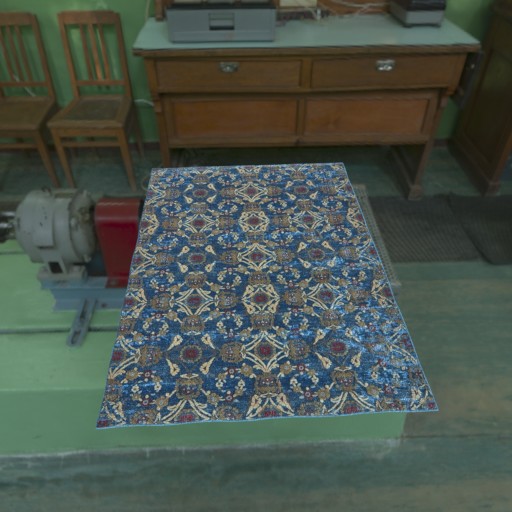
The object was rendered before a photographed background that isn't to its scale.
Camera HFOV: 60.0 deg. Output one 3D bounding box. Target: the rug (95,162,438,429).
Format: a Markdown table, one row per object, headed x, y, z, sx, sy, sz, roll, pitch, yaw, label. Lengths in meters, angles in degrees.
| x | y | z | sx | sy | sz | roll | pitch | yaw | label |
| --- | --- | --- | --- | --- | --- | --- | --- | --- | --- |
| 0.000 | 0.000 | 4.217 | 2.337 | 0.013 | 3.291 | -2 | 43 | -2 | rug |
